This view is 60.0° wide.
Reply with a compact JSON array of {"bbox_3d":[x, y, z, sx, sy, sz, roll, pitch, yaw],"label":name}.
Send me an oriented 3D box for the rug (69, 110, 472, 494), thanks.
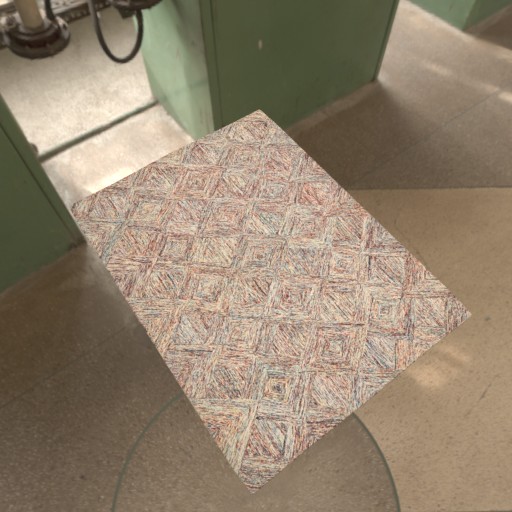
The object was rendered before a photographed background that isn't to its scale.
[{"bbox_3d":[0.000,0.000,4.226,2.436,0.024,3.226,-32,65,-17],"label":"rug"}]
